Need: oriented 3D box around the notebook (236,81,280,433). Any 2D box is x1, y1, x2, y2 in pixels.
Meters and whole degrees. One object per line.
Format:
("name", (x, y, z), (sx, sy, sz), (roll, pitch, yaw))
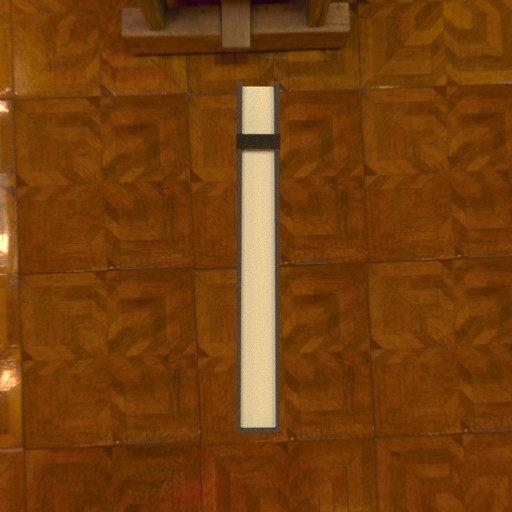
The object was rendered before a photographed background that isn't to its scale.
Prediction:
("notebook", (0.000, 0.000, 0.262), (0.016, 0.213, 0.127), (0, 89, 0))
